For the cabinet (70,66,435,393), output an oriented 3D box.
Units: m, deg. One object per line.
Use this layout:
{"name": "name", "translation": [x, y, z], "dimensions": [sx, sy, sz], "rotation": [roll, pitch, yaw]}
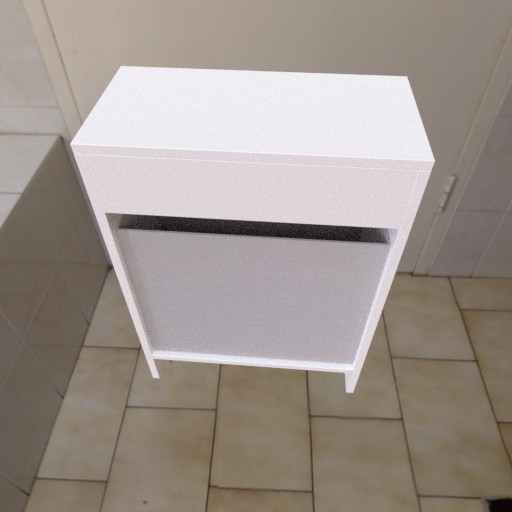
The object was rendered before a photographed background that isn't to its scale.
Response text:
{"name": "cabinet", "translation": [0.000, 0.000, 1.121], "dimensions": [0.600, 0.815, 0.296], "rotation": [3, 47, 3]}
